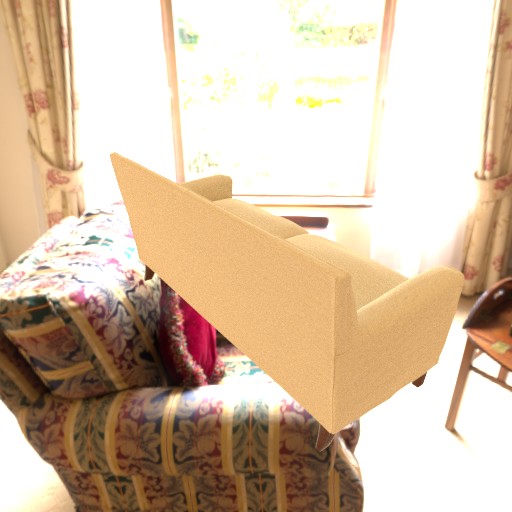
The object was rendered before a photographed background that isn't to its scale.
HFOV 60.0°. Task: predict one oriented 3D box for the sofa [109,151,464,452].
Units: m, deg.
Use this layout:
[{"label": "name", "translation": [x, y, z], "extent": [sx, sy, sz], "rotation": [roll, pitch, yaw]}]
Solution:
[{"label": "sofa", "translation": [0.000, 0.000, 2.457], "extent": [0.841, 0.907, 2.001], "rotation": [-18, 31, -32]}]
